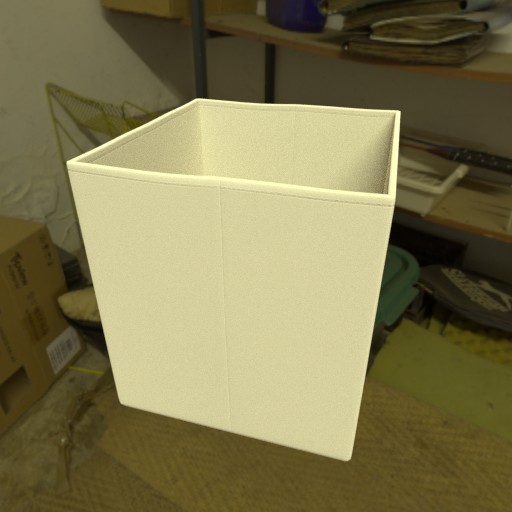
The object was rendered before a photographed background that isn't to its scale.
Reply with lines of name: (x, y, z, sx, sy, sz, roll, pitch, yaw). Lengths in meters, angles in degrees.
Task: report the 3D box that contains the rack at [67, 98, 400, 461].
rack: (0.000, 0.000, 0.500, 0.270, 0.280, 0.270, 8, 31, 14)
